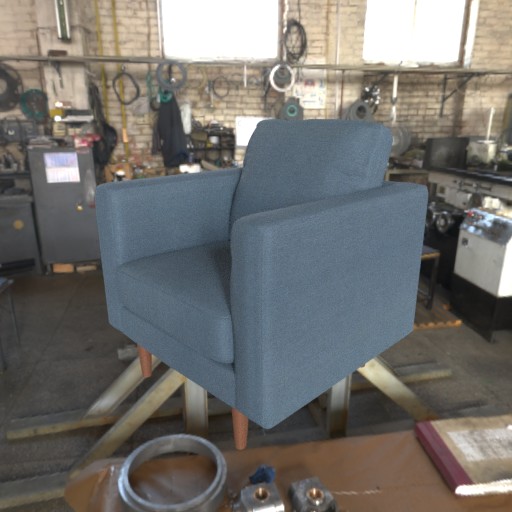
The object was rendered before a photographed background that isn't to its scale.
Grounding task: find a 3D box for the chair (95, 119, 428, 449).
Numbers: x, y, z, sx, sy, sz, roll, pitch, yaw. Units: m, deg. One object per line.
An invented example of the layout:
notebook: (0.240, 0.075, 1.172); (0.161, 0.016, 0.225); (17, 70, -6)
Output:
chair: (0.000, 0.000, 1.563); (0.820, 0.922, 0.855); (-16, 24, -42)
